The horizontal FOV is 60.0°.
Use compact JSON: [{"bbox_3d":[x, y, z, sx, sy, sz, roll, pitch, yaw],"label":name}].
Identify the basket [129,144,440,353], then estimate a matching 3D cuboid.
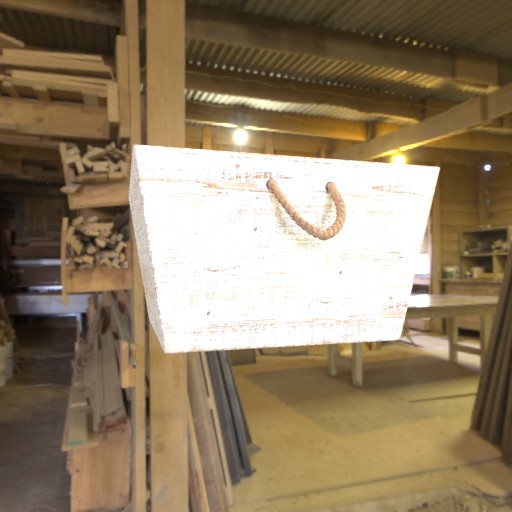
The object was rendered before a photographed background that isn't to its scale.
[{"bbox_3d":[0.000,0.000,0.755,0.413,0.247,0.545,0,-1,-17],"label":"basket"}]
